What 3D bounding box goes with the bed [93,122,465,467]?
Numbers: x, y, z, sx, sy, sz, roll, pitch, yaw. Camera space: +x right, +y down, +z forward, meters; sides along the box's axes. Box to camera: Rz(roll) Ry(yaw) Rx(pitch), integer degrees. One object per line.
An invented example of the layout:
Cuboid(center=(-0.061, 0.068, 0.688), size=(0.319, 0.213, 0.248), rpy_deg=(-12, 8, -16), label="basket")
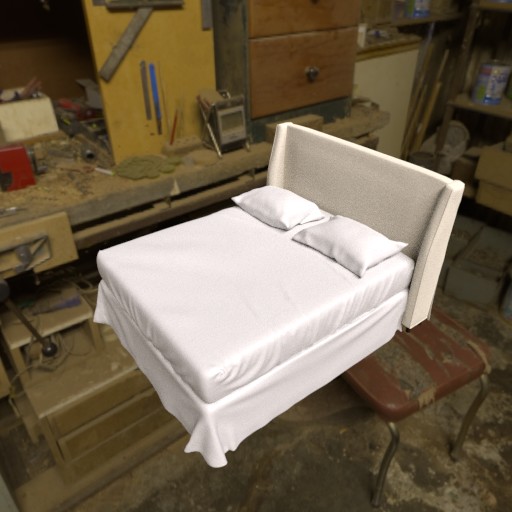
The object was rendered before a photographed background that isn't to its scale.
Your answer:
Cuboid(center=(0.000, 0.000, 3.503), size=(2.276, 1.332, 1.925), rpy_deg=(-23, 39, -31), label="bed")
